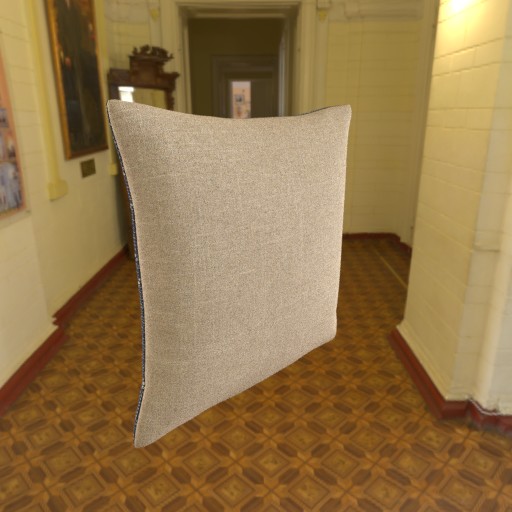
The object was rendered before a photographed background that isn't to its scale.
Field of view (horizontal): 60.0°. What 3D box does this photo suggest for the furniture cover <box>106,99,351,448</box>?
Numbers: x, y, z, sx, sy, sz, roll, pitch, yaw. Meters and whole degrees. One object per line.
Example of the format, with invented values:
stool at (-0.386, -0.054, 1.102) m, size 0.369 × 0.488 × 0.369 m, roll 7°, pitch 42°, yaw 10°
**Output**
furniture cover at (0.000, 0.000, 0.766) m, size 0.511 × 0.503 × 0.162 m, roll -17°, pitch 24°, yaw -42°
